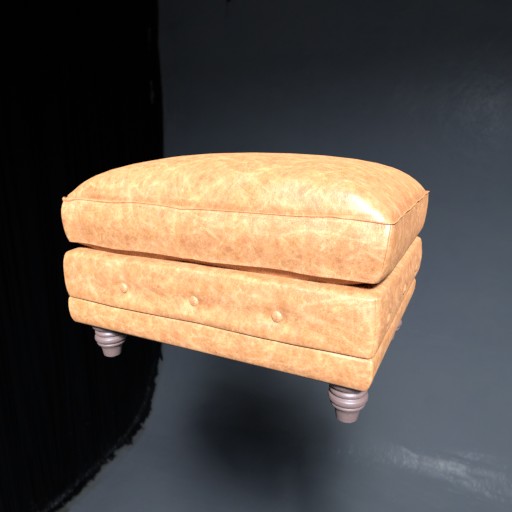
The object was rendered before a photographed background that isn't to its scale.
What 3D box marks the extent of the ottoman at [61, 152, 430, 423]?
[{"bbox_3d":[0.000,0.000,1.061,0.710,0.480,0.533,7,16,26],"label":"ottoman"}]
